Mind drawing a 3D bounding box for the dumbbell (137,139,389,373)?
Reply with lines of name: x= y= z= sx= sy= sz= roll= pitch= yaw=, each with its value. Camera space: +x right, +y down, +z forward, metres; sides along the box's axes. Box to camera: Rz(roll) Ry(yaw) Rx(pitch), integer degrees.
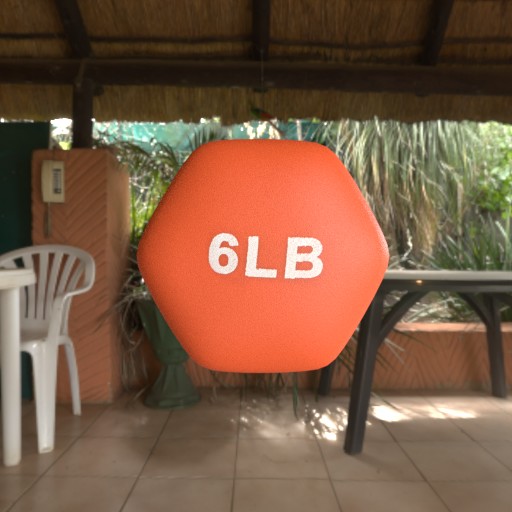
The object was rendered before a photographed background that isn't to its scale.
dumbbell: x=0.000 y=0.000 z=0.204 sx=0.079 sy=0.071 sz=0.162 roll=0 pitch=0 yaw=-1
